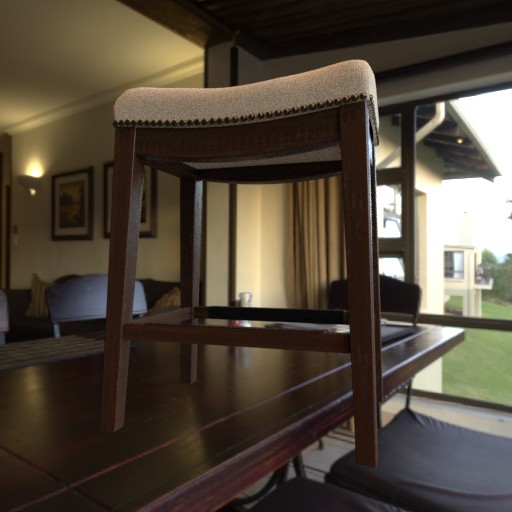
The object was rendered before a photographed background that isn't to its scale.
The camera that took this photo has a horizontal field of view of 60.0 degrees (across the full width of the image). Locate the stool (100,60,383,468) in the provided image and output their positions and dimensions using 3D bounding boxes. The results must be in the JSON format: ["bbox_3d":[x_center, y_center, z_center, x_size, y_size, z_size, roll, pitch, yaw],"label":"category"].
[{"bbox_3d":[0.000,0.000,0.941,0.509,0.669,0.363,0,0,17],"label":"stool"}]
